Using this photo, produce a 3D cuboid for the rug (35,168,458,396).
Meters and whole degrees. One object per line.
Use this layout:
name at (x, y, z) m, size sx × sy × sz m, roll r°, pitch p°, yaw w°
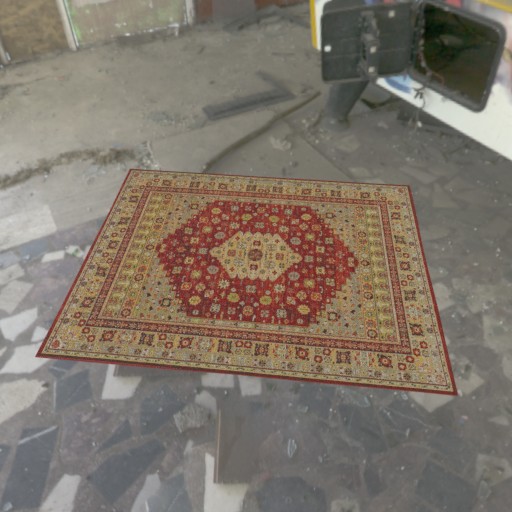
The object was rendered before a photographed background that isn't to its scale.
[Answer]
rug at (0.000, 0.000, 3.994) m, size 3.053 × 0.013 × 2.387 m, roll 4°, pitch 46°, yaw 4°
